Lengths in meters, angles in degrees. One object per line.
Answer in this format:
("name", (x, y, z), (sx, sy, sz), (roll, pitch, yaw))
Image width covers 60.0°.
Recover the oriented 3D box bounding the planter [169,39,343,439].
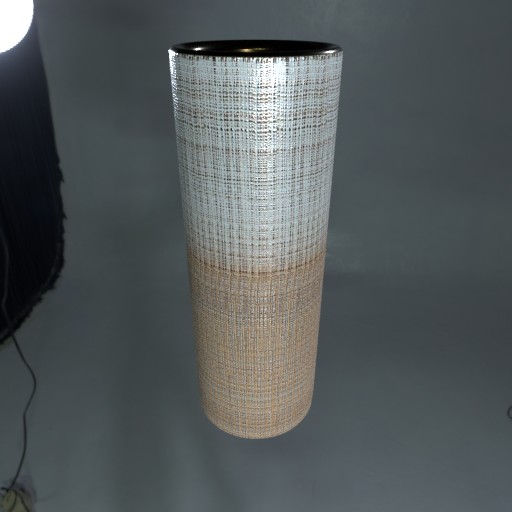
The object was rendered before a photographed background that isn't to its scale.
("planter", (0.000, 0.000, 0.322), (0.099, 0.278, 0.099), (2, 29, 3))
